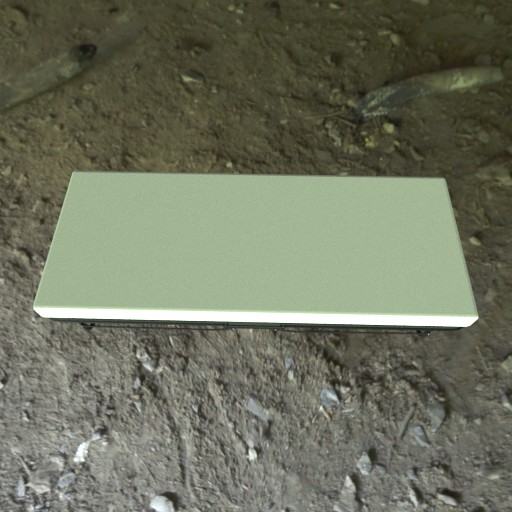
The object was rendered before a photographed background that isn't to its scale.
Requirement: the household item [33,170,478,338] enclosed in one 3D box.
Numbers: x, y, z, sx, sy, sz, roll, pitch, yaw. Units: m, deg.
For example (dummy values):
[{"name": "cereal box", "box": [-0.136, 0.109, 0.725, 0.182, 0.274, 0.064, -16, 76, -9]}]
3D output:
[{"name": "household item", "box": [0.000, 0.000, 2.167, 1.905, 0.356, 0.787, 1, 60, 1]}]
